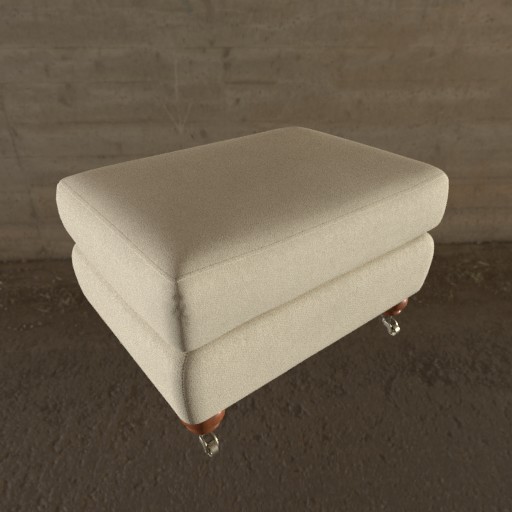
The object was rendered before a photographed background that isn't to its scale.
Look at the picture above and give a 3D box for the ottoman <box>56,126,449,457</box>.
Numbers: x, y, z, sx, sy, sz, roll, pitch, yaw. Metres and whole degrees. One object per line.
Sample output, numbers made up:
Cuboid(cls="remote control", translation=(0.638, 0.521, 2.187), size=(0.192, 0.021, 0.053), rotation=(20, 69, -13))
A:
Cuboid(cls="ottoman", translation=(0.000, 0.000, 1.125), size=(0.773, 0.499, 0.569), rotation=(-22, 37, -32))
